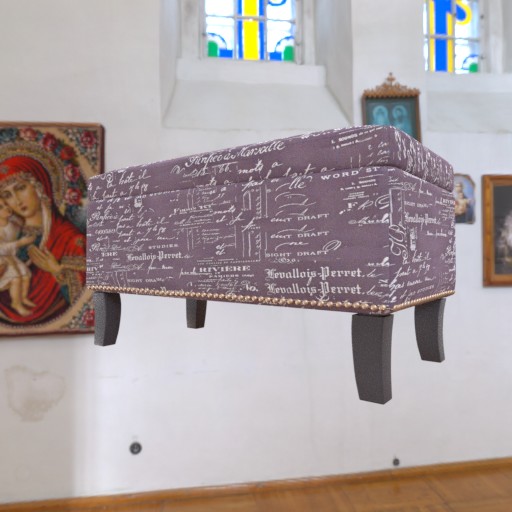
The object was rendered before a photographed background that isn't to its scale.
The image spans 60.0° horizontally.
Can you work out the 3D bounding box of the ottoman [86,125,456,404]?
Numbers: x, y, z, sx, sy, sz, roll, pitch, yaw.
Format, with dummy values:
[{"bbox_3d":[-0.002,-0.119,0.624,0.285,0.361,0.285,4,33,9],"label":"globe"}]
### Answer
[{"bbox_3d":[0.000,0.000,1.056,0.813,0.457,0.406,0,0,37],"label":"ottoman"}]
